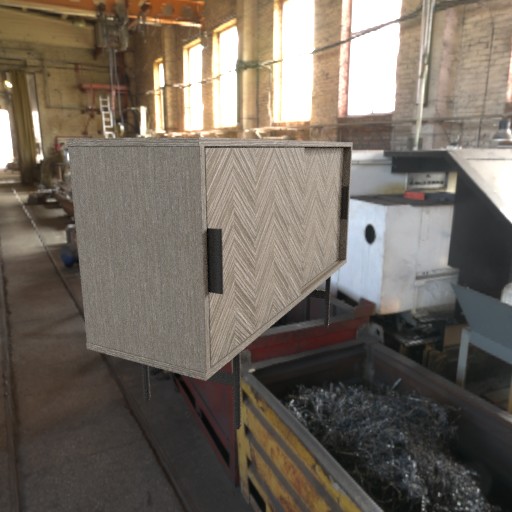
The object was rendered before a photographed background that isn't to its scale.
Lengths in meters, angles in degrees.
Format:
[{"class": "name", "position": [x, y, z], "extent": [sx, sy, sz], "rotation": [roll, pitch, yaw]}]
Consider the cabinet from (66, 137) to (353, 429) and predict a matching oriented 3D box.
[{"class": "cabinet", "position": [0.000, 0.000, 1.568], "extent": [0.405, 0.787, 1.194], "rotation": [7, 15, 26]}]
